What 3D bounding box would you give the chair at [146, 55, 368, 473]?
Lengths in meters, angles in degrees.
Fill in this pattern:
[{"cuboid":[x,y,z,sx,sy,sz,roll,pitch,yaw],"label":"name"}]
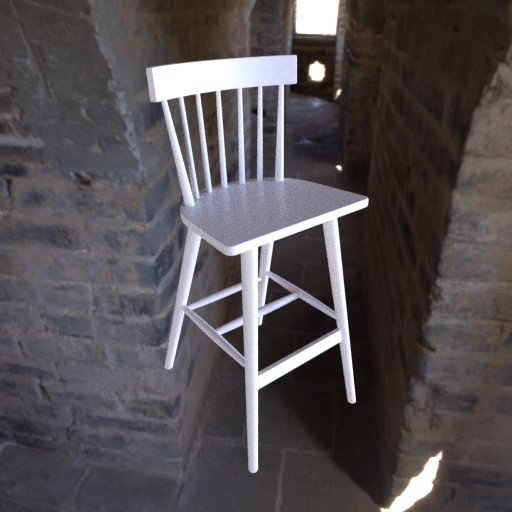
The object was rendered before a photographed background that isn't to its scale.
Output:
[{"cuboid":[0.000,0.000,1.370,0.483,1.092,0.572,-21,36,-32],"label":"chair"}]
